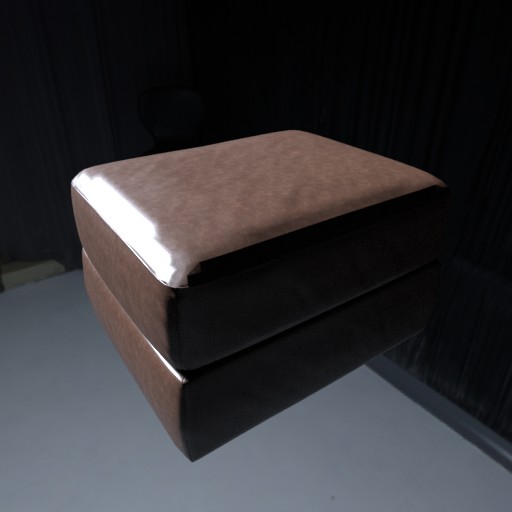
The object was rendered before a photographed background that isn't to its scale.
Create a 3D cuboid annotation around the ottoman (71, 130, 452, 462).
[{"bbox_3d":[0.000,0.000,1.122,0.751,0.476,0.603,-19,35,-29],"label":"ottoman"}]
